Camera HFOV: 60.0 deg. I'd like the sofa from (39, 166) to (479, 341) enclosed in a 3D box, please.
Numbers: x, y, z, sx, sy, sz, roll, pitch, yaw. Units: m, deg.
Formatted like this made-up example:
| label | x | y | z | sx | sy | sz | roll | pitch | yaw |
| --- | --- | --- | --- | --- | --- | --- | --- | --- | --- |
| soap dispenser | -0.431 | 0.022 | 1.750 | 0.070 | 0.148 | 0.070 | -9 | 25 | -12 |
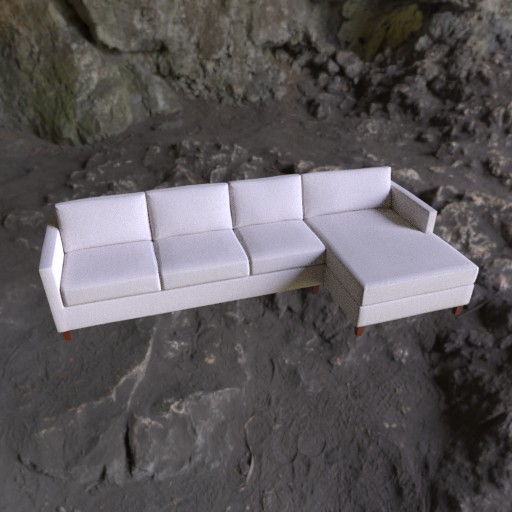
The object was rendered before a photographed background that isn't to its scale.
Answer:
| label | x | y | z | sx | sy | sz | roll | pitch | yaw |
| --- | --- | --- | --- | --- | --- | --- | --- | --- | --- |
| sofa | 0.000 | 0.000 | 3.946 | 3.471 | 0.954 | 1.599 | -9 | 33 | -14 |
